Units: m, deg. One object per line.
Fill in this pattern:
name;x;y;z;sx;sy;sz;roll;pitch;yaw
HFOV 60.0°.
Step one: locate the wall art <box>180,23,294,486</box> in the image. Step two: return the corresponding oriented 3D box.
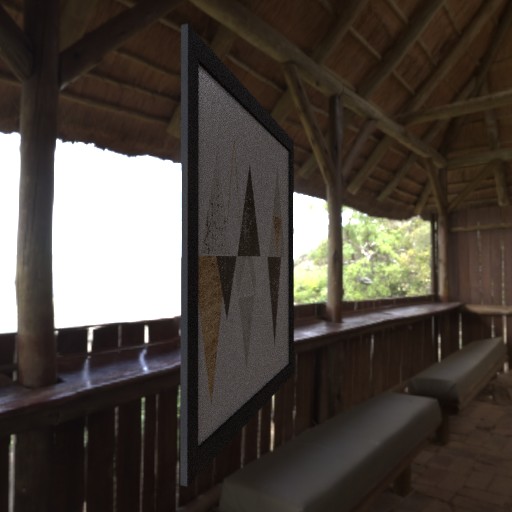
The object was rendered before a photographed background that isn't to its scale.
wall art;0.000;0.000;1.182;0.013;0.823;0.823;0;-1;18
